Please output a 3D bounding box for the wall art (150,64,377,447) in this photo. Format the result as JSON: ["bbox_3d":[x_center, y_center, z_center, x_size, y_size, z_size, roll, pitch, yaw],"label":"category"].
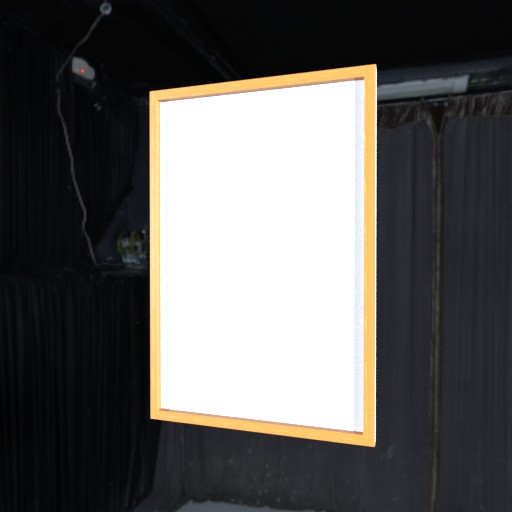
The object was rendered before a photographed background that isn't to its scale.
[{"bbox_3d":[0.000,0.000,0.775,0.405,0.608,0.025,0,1,17],"label":"wall art"}]
